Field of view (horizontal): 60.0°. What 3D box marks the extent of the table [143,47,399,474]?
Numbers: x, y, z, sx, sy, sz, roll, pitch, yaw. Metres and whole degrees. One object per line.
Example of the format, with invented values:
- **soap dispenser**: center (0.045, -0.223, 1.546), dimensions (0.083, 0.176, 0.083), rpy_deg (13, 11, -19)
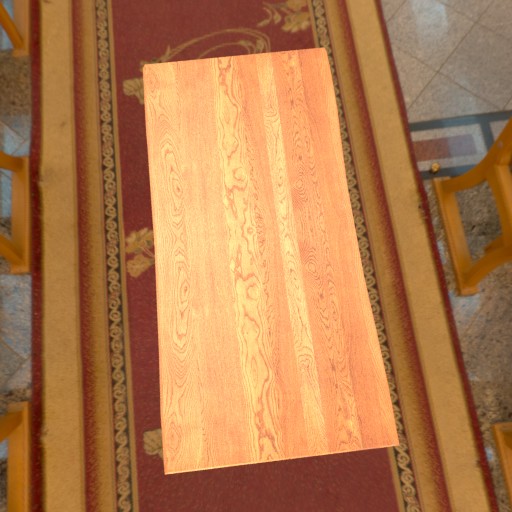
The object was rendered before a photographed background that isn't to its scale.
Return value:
- **table**: center (0.000, 0.000, 2.247), dimensions (0.900, 0.770, 1.800), rpy_deg (-6, 75, -2)
